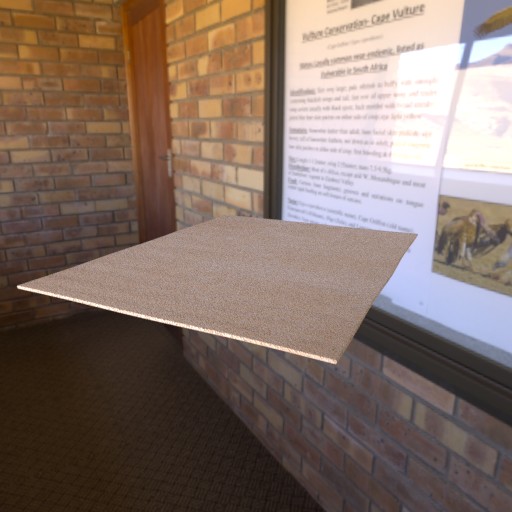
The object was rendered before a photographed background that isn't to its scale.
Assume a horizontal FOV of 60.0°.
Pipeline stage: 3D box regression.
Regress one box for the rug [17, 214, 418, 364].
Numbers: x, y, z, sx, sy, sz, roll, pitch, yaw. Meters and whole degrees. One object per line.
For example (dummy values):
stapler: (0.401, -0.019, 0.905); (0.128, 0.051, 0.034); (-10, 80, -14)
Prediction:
rug: (0.000, 0.000, 4.008); (2.400, 0.025, 3.000); (8, 18, 25)
